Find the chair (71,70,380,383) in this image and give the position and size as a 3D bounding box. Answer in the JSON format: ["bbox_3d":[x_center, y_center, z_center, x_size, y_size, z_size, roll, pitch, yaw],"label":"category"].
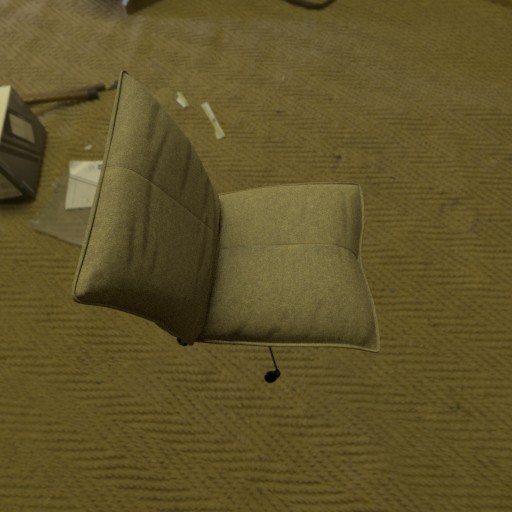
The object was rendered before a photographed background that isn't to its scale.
[{"bbox_3d":[0.000,0.000,1.294,0.696,0.811,0.597,1,63,1],"label":"chair"}]
